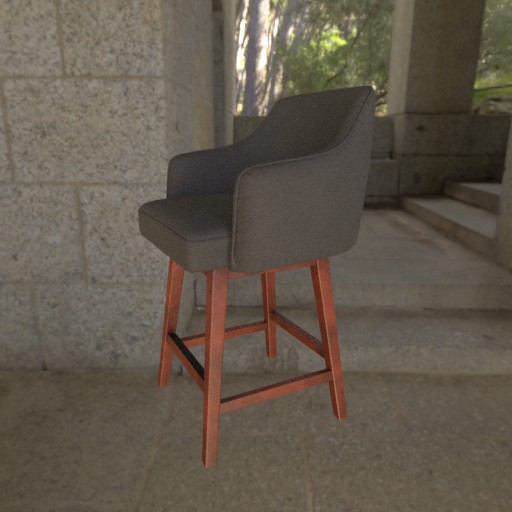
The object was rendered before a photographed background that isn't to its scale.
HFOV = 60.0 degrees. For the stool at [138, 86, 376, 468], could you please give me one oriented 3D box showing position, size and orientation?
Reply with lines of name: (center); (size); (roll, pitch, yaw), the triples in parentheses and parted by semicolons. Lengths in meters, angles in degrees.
stool: (0.000, 0.000, 1.259); (0.558, 0.912, 0.548); (-8, 17, -27)
